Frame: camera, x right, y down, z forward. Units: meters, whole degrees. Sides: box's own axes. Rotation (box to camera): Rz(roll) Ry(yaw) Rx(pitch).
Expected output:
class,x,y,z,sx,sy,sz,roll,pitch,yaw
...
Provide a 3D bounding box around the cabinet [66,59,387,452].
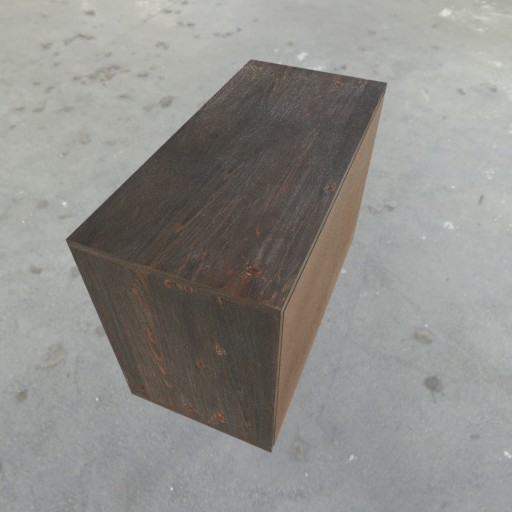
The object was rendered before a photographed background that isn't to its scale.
class,x,y,z,sx,sy,sz,roll,pitch,yaw
cabinet,0.000,0.000,1.544,0.529,0.897,1.023,17,48,15
